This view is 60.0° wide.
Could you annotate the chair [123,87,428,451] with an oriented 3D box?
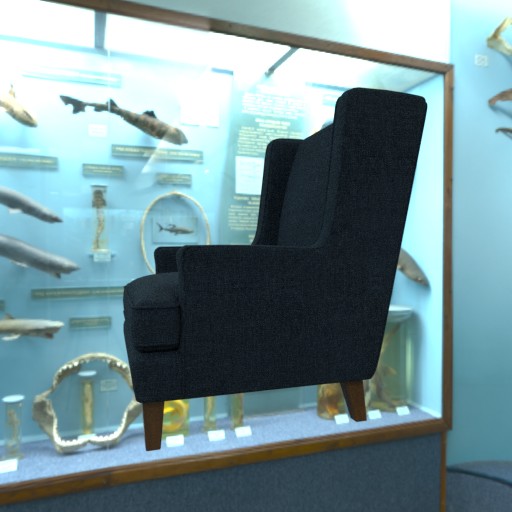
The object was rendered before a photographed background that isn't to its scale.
[{"bbox_3d":[0.000,0.000,1.676,0.947,1.072,0.764,0,1,-18],"label":"chair"}]
